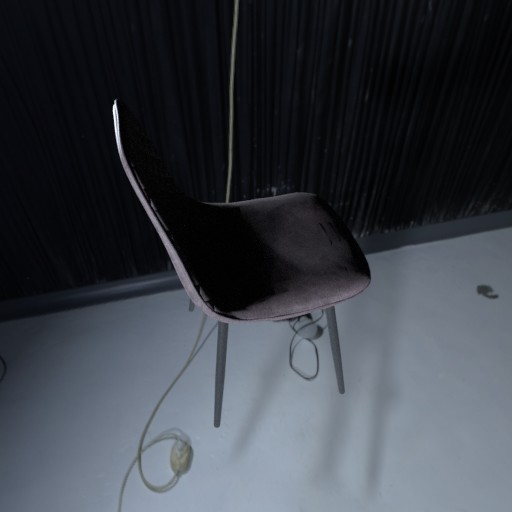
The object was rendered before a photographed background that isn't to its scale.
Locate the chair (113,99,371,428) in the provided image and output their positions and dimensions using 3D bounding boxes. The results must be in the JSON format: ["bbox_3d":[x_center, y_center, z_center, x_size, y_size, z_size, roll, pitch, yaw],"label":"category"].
[{"bbox_3d":[0.000,0.000,1.200,0.561,0.889,0.472,-11,46,-11],"label":"chair"}]
